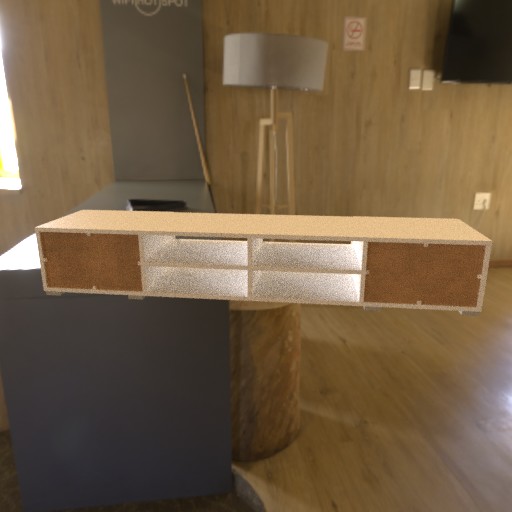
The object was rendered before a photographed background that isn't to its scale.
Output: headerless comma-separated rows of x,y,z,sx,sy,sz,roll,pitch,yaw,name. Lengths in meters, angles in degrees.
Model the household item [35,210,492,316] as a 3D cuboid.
0.000,0.000,2.025,1.850,0.310,0.420,2,17,7,household item
